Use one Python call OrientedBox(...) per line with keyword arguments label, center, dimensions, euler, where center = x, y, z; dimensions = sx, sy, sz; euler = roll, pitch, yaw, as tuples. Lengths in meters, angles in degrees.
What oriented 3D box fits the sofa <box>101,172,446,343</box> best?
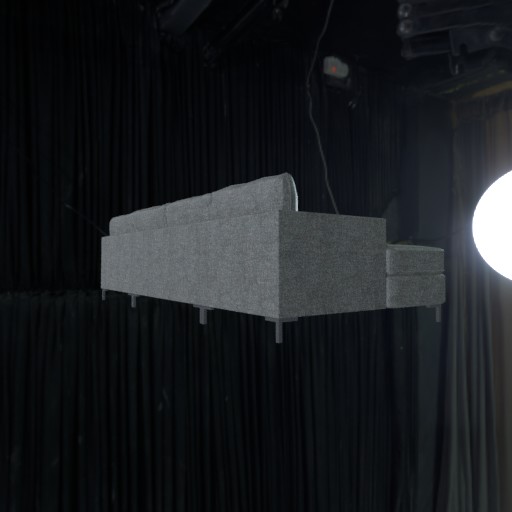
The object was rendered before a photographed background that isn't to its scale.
OrientedBox(label="sofa", center=(0.000, 0.000, 4.361), dimensions=(2.048, 0.999, 3.423), euler=(1, -1, -35))
